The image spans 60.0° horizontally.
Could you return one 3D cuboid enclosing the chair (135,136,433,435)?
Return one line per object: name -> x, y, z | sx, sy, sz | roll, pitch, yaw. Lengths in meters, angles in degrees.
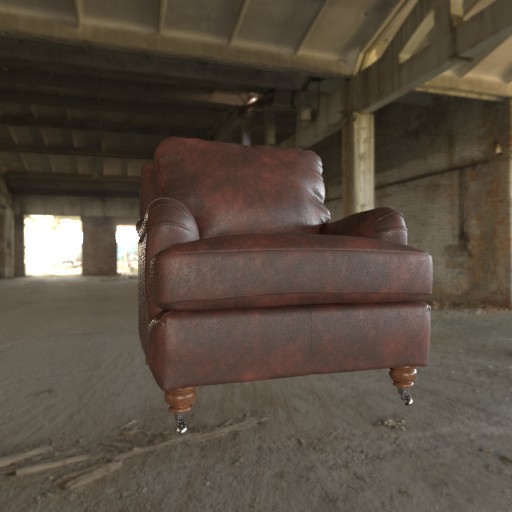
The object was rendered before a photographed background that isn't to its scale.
chair -> 0.000, 0.000, 1.914 | 0.987, 1.051, 1.156 | 0, 0, -18
